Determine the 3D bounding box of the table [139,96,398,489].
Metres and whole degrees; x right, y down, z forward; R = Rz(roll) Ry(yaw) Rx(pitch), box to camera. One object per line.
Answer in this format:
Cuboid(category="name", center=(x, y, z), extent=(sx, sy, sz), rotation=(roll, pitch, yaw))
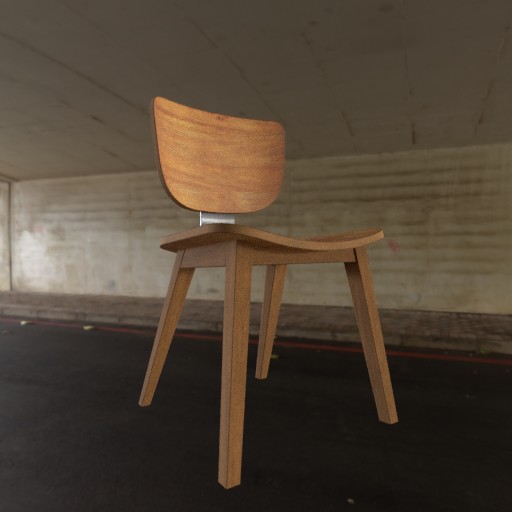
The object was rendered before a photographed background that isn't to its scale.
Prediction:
Cuboid(category="table", center=(0.000, 0.000, 1.116), extent=(0.499, 0.805, 0.500), rotation=(-1, 2, -37))
